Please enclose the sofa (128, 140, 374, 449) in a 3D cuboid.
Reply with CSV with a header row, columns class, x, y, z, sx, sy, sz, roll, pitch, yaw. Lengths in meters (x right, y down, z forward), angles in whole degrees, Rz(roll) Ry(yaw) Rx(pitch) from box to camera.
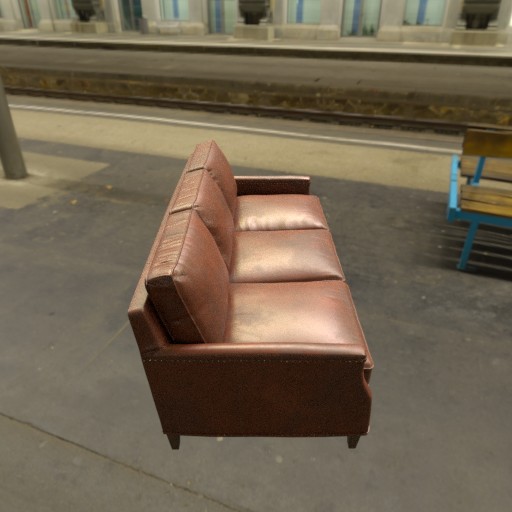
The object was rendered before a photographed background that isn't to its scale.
class,x,y,z,sx,sy,sz,roll,pitch,yaw
sofa,0.000,0.000,2.898,1.084,1.003,2.240,0,30,0
